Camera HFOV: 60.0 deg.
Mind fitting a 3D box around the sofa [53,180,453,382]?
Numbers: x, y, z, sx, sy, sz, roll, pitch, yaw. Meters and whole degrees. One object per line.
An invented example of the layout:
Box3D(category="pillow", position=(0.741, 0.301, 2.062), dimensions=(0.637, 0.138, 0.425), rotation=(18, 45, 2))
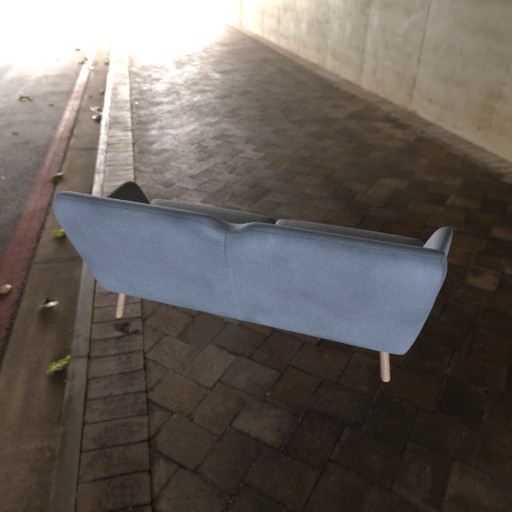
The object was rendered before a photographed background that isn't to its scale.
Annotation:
Box3D(category="sofa", position=(0.000, 0.000, 2.297), dimensions=(1.870, 0.810, 0.850), rotation=(10, 34, 15))
